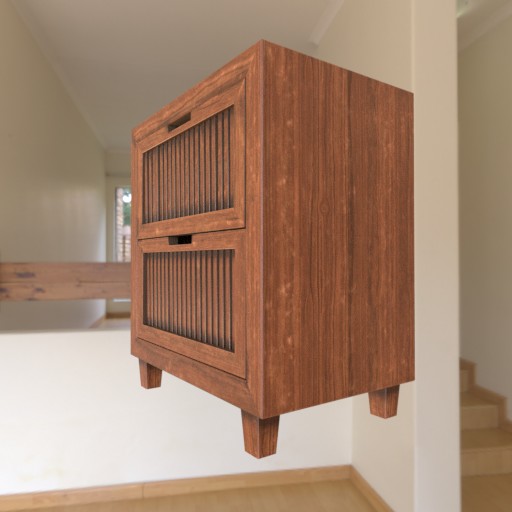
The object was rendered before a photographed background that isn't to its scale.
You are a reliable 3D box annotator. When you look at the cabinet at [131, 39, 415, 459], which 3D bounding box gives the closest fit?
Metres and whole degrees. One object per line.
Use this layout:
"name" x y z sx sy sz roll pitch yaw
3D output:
"cabinet" 0.000 0.000 1.076 0.410 0.695 0.607 0 -1 -35
